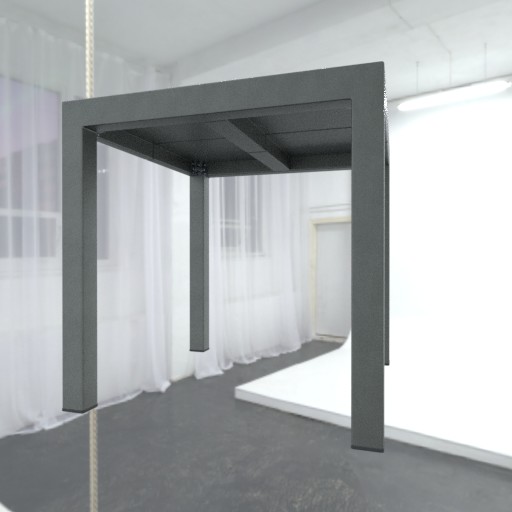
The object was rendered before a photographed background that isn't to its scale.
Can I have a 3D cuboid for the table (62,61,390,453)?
[{"bbox_3d":[0.000,0.000,0.890,0.508,0.508,0.508,0,0,18],"label":"table"}]
